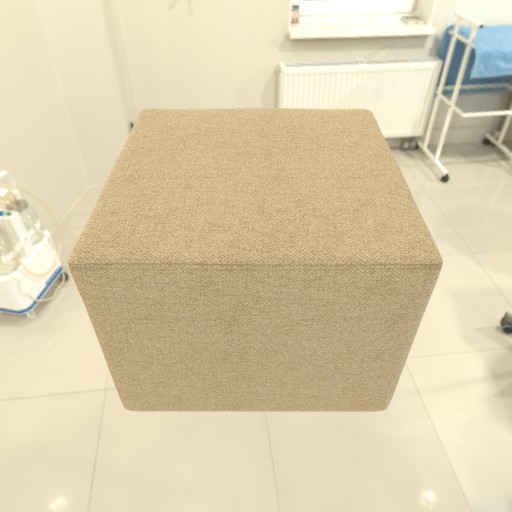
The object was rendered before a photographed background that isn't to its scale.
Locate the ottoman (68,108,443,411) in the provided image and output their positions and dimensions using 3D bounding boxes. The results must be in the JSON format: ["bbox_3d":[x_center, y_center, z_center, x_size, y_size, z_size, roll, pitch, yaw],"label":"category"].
[{"bbox_3d":[0.000,0.000,0.889,0.508,0.432,0.508,0,41,0],"label":"ottoman"}]
